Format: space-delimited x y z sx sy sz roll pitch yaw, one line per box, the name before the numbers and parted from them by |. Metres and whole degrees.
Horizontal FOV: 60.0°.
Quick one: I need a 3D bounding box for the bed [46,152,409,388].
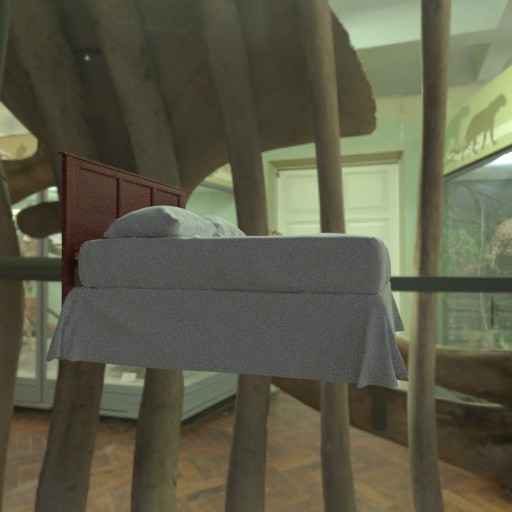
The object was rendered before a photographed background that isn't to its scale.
bed | 0.000 0.000 3.192 2.050 1.270 1.870 0 0 18
